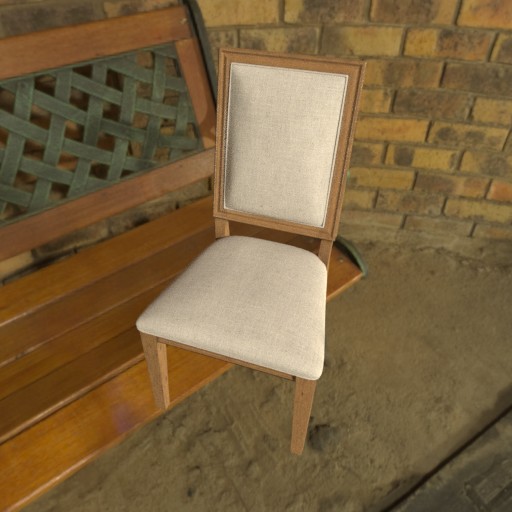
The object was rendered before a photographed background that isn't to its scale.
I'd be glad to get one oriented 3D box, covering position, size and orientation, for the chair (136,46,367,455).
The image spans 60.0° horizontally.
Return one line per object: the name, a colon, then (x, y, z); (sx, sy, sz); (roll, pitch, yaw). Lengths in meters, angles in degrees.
chair: (0.000, 0.000, 1.319); (0.536, 0.988, 0.601); (13, 42, 14)
